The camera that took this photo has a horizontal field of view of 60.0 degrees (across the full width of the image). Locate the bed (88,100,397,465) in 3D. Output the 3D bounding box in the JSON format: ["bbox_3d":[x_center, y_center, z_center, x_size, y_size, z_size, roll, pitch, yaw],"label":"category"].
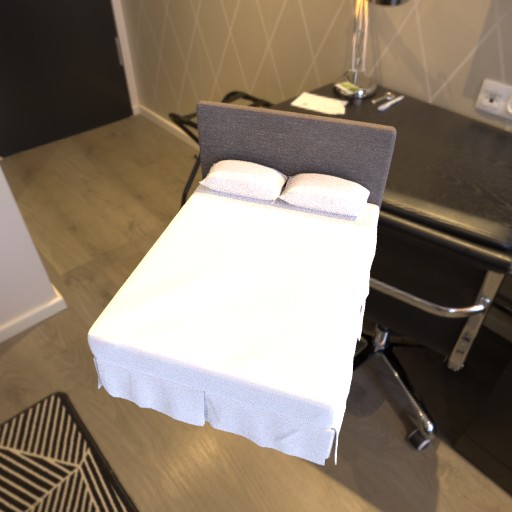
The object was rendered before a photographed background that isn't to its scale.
[{"bbox_3d":[0.000,0.000,3.262,1.723,1.330,2.142,12,43,13],"label":"bed"}]
